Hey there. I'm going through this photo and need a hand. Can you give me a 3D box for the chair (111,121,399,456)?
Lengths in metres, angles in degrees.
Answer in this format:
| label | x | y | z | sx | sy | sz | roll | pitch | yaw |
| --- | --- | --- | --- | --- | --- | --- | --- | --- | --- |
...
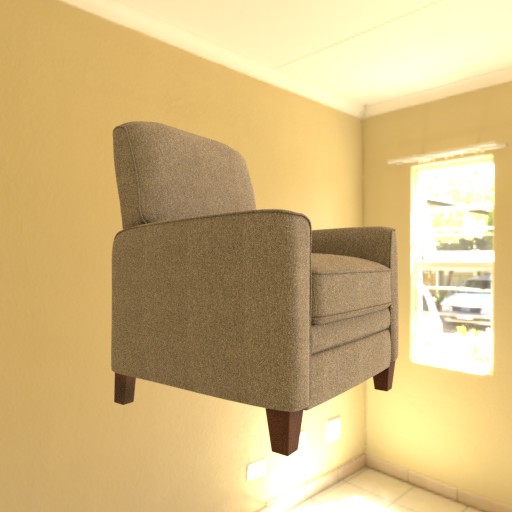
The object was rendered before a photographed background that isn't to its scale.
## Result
| label | x | y | z | sx | sy | sz | roll | pitch | yaw |
| --- | --- | --- | --- | --- | --- | --- | --- | --- | --- |
| chair | 0.000 | 0.000 | 1.649 | 0.858 | 1.028 | 0.841 | 0 | -1 | 37 |
